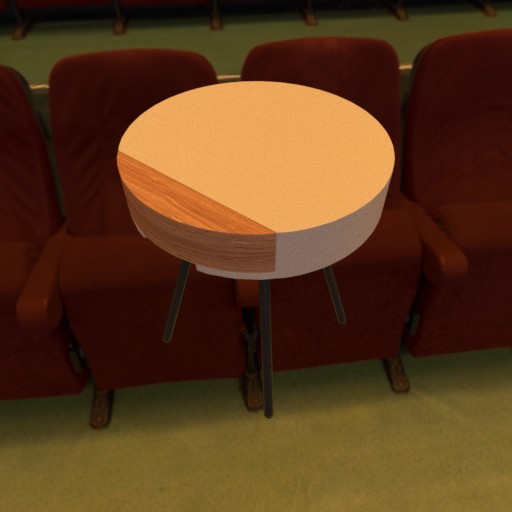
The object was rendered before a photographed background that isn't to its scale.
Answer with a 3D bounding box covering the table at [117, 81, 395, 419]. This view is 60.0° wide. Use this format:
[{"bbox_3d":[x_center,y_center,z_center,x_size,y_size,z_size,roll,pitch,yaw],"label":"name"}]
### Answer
[{"bbox_3d":[0.000,0.000,0.895,0.450,0.525,0.450,0,46,0],"label":"table"}]
